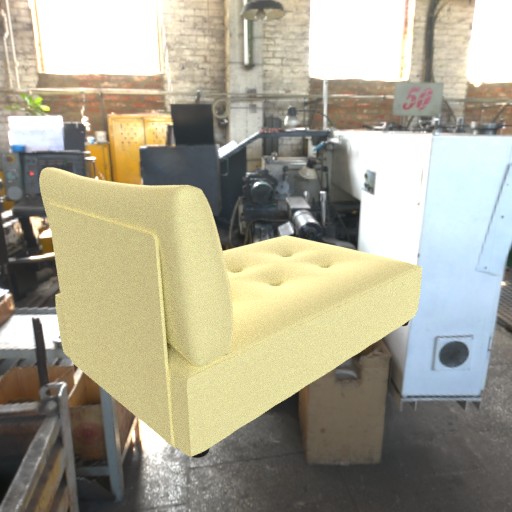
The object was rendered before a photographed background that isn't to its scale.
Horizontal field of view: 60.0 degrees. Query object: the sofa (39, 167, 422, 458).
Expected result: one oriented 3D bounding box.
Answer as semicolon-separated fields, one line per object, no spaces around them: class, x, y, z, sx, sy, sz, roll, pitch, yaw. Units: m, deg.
sofa;0.000;0.000;1.957;0.930;0.820;1.450;16;22;43
